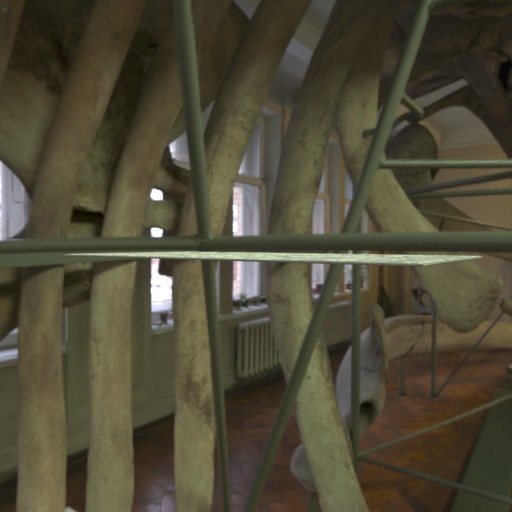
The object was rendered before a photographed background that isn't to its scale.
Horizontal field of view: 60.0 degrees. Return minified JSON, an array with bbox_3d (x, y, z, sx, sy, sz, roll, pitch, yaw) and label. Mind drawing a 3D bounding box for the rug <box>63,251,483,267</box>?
[{"bbox_3d":[0.000,0.000,1.426,1.219,0.007,0.604,1,2,36],"label":"rug"}]
